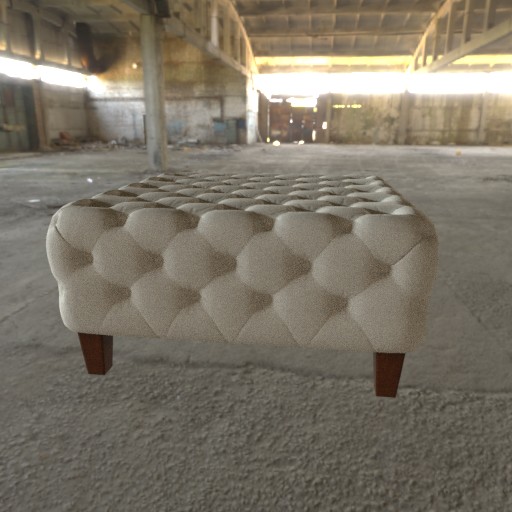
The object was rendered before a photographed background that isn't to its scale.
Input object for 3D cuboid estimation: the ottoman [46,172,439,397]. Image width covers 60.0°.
[{"bbox_3d":[0.000,0.000,1.188,0.755,0.376,0.753,2,17,7],"label":"ottoman"}]
